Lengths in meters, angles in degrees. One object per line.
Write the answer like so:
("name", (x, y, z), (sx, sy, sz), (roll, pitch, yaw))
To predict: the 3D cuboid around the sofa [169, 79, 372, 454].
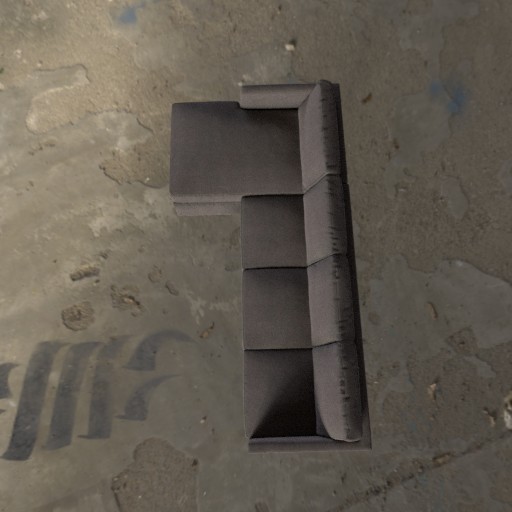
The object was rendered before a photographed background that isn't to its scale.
("sofa", (0.000, 0.000, 3.961), (1.650, 0.922, 3.205), (-1, 75, 0))
